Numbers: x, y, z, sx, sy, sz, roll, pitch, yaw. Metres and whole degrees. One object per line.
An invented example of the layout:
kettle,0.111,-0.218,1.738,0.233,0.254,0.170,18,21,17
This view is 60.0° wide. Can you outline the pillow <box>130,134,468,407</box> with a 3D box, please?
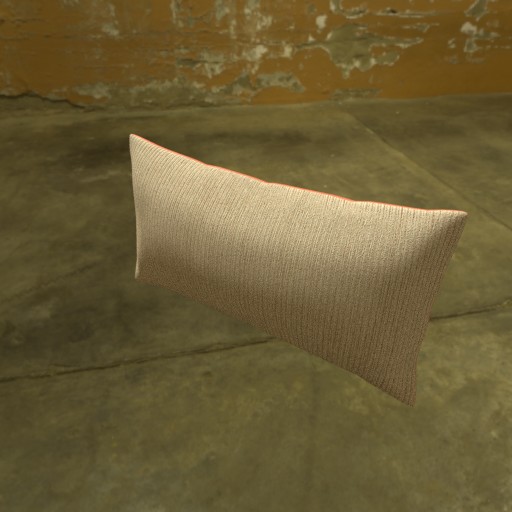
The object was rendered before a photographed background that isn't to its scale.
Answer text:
pillow,0.000,0.000,0.753,0.608,0.307,0.155,20,36,29
